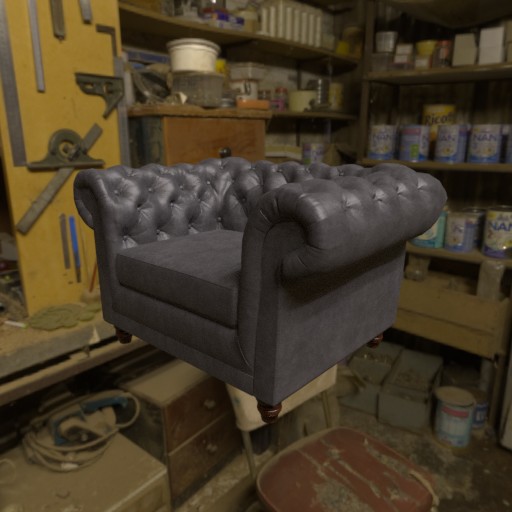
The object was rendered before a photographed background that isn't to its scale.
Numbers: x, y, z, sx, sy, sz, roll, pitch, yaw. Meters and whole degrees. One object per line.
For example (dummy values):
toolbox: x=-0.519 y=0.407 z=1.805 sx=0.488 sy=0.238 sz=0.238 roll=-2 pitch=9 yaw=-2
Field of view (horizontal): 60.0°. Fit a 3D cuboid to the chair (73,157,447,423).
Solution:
chair: x=0.000 y=0.000 z=1.879 sx=1.298 sy=0.780 sz=0.943 roll=13 pitch=20 yaw=40
